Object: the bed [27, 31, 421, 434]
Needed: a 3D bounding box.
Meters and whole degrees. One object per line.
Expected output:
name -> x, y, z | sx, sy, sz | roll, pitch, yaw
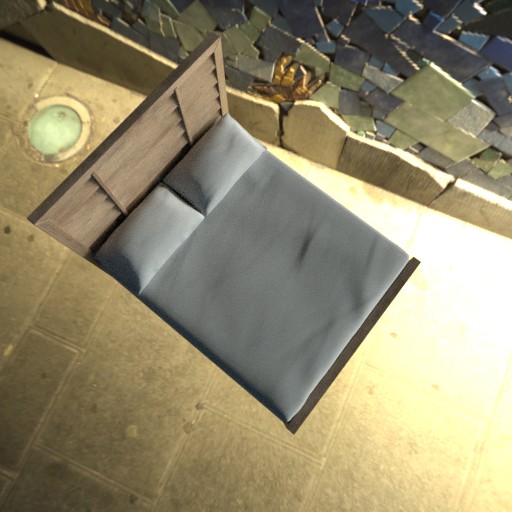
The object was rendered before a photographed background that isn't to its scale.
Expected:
bed -> 0.000, 0.000, 3.272 | 2.017, 1.631, 1.615 | 38, 78, 9
